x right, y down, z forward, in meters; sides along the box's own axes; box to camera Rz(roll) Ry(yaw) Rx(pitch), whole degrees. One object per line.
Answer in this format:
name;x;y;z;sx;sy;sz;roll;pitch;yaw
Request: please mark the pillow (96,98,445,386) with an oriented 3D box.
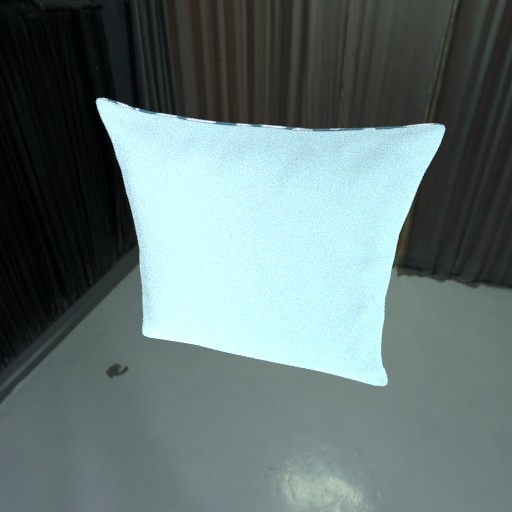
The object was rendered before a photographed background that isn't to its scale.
pillow;0.000;0.000;0.782;0.525;0.508;0.166;9;33;13
